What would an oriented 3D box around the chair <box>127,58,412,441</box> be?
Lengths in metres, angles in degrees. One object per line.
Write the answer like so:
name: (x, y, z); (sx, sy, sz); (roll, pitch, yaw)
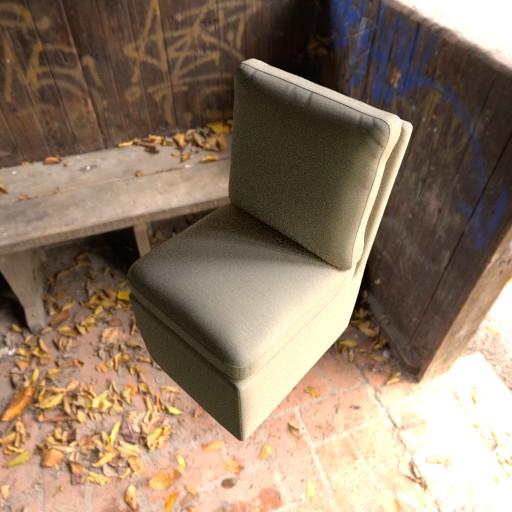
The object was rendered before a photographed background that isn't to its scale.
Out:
chair: (0.000, 0.000, 1.356); (0.503, 0.927, 0.698); (34, 56, 27)
